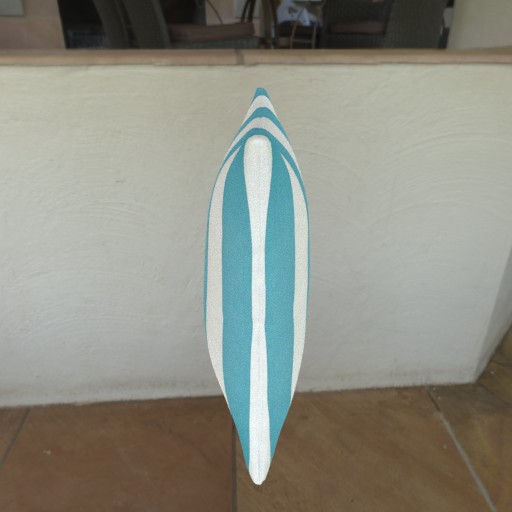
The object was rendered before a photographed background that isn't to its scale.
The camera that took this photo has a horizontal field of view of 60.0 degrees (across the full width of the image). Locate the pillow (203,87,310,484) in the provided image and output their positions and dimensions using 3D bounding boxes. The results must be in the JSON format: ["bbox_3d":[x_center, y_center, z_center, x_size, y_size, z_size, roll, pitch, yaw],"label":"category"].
[{"bbox_3d":[0.000,0.000,0.803,0.189,0.526,0.536,0,27,0],"label":"pillow"}]
